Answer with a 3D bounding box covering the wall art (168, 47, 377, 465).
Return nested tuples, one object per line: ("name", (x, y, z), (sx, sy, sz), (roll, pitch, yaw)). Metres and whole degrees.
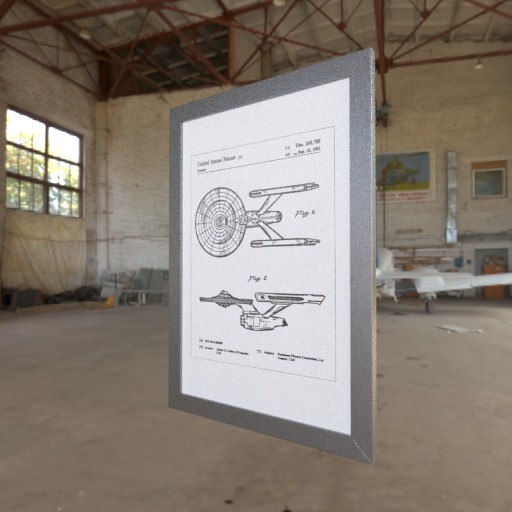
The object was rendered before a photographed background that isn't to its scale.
("wall art", (0.000, 0.000, 0.678), (0.376, 0.529, 0.013), (-1, -1, 37))
